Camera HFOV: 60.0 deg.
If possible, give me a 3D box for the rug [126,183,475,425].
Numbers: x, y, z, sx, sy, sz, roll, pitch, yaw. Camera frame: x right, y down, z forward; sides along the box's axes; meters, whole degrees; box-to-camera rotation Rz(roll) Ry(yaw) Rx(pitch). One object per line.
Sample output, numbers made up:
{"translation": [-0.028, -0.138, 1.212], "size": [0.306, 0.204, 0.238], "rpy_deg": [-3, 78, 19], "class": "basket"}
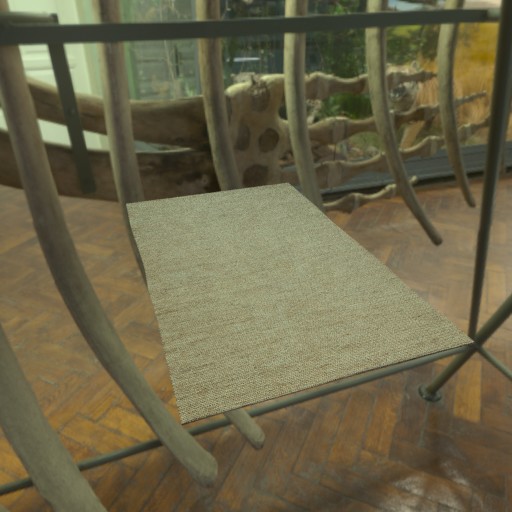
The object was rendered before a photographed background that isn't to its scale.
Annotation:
{"translation": [0.000, 0.000, 3.054], "size": [1.533, 0.011, 2.439], "rpy_deg": [-10, 32, -17], "class": "rug"}
